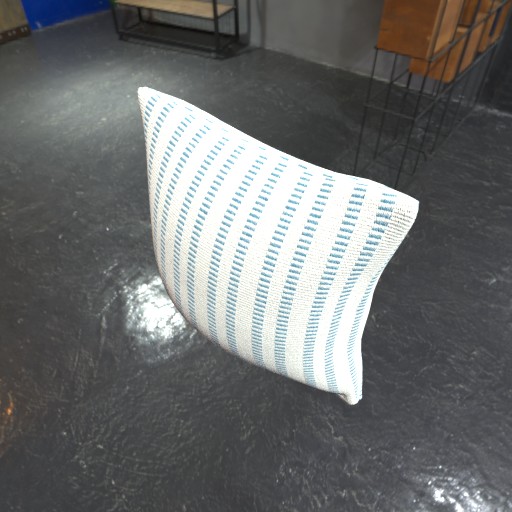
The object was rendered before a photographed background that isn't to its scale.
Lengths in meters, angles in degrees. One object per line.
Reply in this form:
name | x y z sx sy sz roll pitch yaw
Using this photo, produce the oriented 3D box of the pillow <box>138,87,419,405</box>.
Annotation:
pillow | 0.000 0.000 0.686 0.438 0.419 0.247 30 52 27
